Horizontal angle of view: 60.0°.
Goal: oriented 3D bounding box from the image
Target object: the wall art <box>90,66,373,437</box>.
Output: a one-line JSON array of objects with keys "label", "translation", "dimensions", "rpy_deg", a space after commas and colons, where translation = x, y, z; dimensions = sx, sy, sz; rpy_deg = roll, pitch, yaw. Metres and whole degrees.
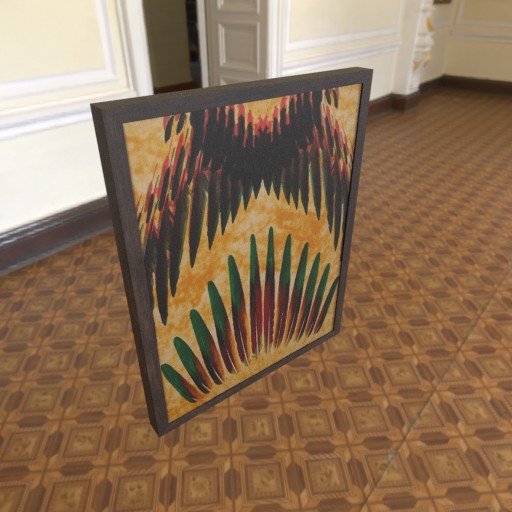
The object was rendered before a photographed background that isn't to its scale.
[{"label": "wall art", "translation": [0.000, 0.000, 0.551], "dimensions": [0.329, 0.406, 0.027], "rpy_deg": [-22, 37, -31]}]
